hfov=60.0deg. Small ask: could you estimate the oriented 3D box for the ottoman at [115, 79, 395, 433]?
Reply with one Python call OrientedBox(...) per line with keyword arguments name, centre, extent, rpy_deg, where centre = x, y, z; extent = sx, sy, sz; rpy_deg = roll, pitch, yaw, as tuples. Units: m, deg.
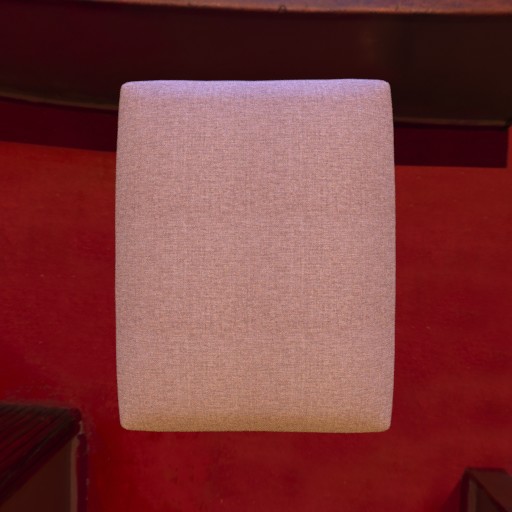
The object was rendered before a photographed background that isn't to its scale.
OrientedBox(name="ottoman", centre=(0.000, 0.000, 1.101), extent=(0.584, 0.513, 0.741), rpy_deg=(0, 90, 1))
